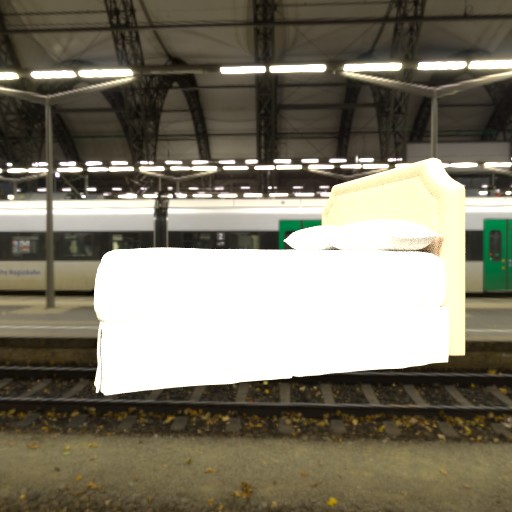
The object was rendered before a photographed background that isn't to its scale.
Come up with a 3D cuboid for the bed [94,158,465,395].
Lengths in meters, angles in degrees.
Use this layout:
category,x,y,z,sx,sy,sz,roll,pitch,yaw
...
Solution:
category,x,y,z,sx,sy,sz,roll,pitch,yaw
bed,0.000,0.000,3.785,2.548,1.524,2.134,0,1,-18
